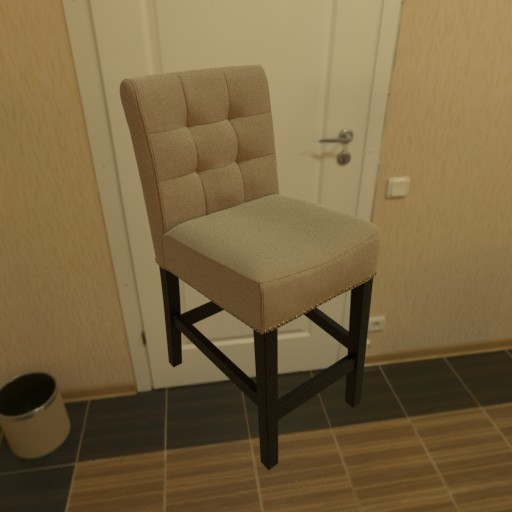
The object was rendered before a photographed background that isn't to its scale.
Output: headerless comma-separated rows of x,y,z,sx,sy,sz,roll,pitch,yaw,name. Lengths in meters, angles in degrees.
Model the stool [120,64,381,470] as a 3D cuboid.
0.000,0.000,1.200,0.427,0.885,0.571,-22,37,-32,stool
